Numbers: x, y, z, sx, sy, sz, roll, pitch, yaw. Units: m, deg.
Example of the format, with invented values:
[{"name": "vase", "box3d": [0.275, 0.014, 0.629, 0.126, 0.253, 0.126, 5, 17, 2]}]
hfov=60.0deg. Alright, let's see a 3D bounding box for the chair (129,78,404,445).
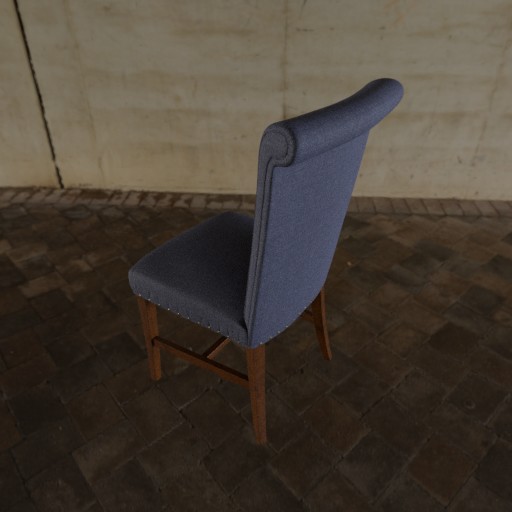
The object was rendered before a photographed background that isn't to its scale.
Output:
[{"name": "chair", "box3d": [0.000, 0.000, 1.326, 0.608, 0.988, 0.513, 22, 39, 29]}]
